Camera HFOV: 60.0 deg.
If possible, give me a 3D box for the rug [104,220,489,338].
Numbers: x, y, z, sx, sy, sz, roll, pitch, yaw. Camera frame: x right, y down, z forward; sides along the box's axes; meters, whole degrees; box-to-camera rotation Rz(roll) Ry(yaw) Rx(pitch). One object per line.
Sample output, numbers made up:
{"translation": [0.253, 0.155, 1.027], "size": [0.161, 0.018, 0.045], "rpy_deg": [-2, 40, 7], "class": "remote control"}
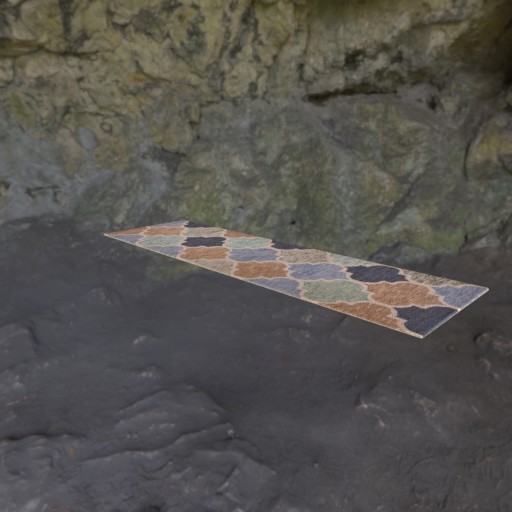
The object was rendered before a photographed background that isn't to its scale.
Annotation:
{"translation": [0.000, 0.000, 2.545], "size": [2.287, 0.011, 0.687], "rpy_deg": [15, 21, 42], "class": "rug"}
